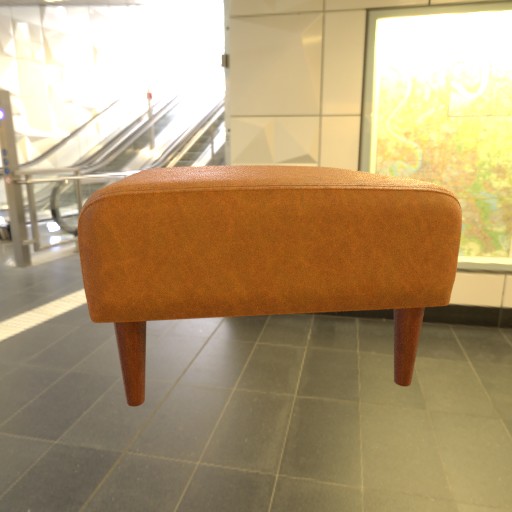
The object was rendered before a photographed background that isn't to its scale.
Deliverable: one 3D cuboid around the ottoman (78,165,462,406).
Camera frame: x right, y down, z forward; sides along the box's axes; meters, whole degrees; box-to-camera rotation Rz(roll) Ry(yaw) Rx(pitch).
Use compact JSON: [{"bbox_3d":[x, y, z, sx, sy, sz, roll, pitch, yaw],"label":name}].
[{"bbox_3d":[0.000,0.000,1.032,0.650,0.399,0.650,-2,14,-7],"label":"ottoman"}]
